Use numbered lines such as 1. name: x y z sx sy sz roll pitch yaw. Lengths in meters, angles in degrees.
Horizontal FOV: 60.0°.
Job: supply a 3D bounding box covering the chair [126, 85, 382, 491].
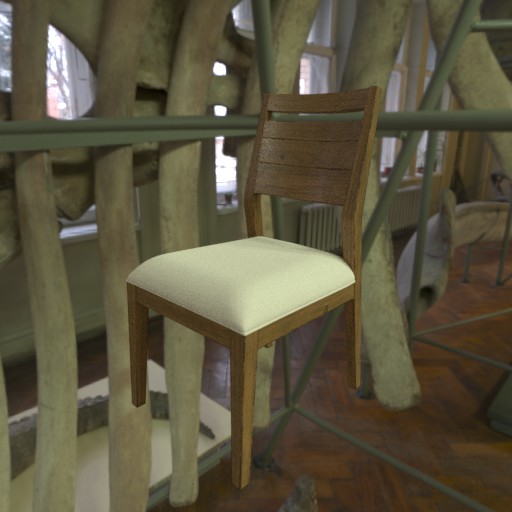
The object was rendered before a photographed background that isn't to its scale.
1. chair: 0.000 0.000 1.298 0.497 0.939 0.610 16 23 42
